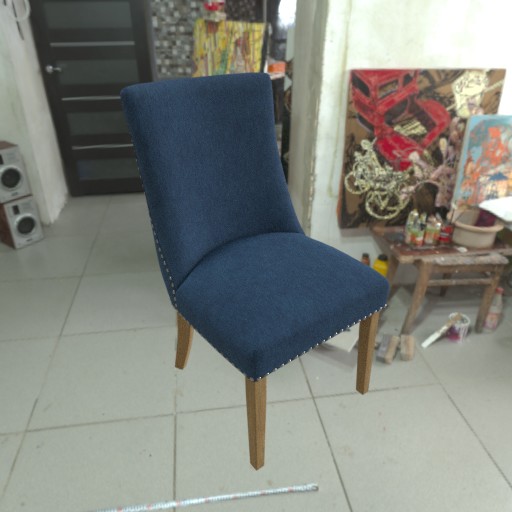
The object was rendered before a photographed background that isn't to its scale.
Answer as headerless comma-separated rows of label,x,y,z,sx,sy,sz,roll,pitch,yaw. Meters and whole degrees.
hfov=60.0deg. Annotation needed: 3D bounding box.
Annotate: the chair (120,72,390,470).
chair,0.000,0.000,1.268,0.495,0.902,0.610,-21,36,-32
